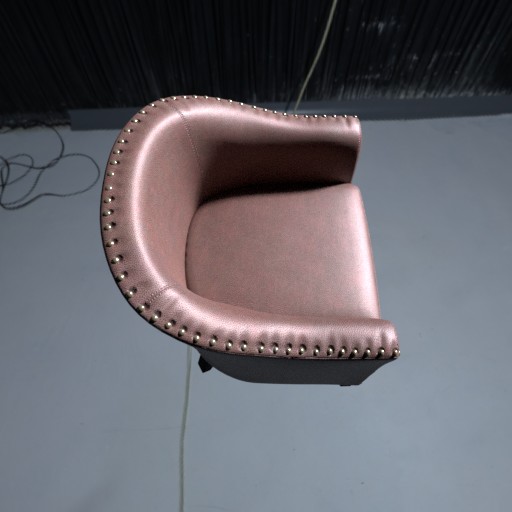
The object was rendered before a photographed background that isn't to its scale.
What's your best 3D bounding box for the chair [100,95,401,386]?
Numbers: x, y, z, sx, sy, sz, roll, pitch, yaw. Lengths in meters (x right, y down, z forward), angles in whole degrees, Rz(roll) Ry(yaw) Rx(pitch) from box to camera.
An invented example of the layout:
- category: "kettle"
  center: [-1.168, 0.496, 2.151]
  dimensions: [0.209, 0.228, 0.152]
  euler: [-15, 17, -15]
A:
- category: "chair"
  center: [0.000, 0.000, 1.434]
  dimensions: [0.748, 0.823, 0.794]
  euler: [-1, 63, -1]
